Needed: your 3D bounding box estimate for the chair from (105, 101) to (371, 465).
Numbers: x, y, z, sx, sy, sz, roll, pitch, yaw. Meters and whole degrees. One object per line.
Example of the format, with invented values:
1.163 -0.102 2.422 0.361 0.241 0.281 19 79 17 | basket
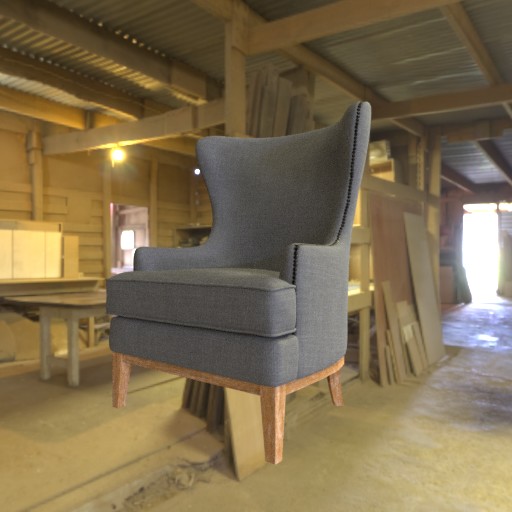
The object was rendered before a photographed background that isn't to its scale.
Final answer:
0.000 0.000 1.806 0.864 1.176 0.883 0 0 38 | chair
